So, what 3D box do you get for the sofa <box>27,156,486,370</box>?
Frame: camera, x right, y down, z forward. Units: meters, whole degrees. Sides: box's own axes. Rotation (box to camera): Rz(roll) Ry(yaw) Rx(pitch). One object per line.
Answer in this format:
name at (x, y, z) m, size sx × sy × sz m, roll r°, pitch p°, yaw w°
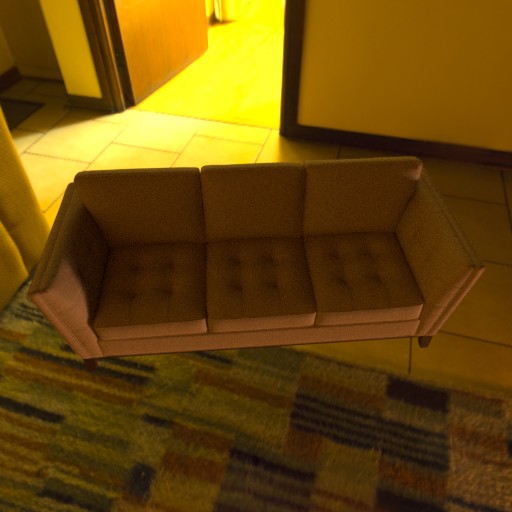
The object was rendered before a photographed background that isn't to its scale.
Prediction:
sofa at (0.000, 0.000, 2.832) m, size 2.388 × 0.940 × 0.965 m, roll -3°, pitch 46°, yaw -3°
